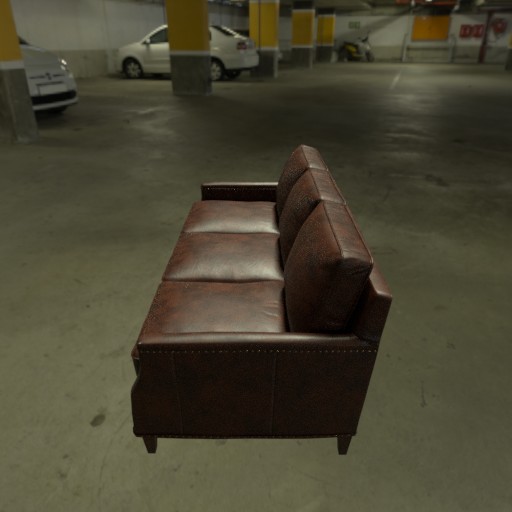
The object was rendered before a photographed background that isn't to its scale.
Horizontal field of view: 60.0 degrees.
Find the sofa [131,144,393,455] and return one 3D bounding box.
[{"bbox_3d":[0.000,0.000,2.798,1.084,1.003,2.240,0,26,0],"label":"sofa"}]
